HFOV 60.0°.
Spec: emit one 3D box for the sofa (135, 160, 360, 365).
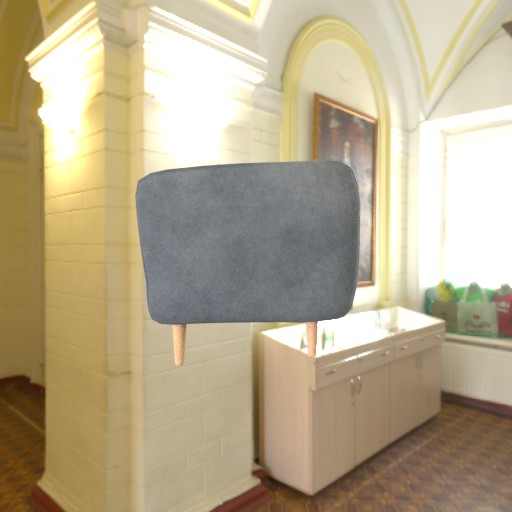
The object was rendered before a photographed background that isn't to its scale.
[{"bbox_3d":[0.000,0.000,2.518,0.849,0.795,2.095,0,1,0],"label":"sofa"}]
